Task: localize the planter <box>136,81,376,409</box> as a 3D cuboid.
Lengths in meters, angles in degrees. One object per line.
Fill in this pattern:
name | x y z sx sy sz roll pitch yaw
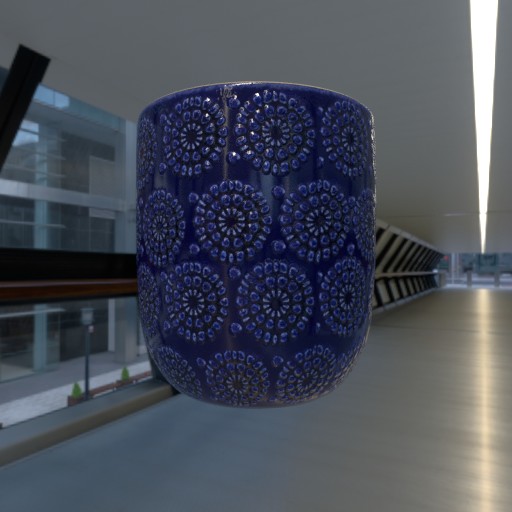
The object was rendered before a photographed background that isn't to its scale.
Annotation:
planter | 0.000 0.000 0.351 0.184 0.206 0.184 0 -1 0
